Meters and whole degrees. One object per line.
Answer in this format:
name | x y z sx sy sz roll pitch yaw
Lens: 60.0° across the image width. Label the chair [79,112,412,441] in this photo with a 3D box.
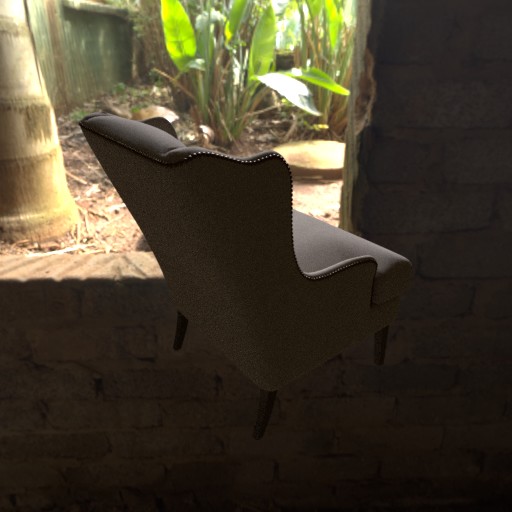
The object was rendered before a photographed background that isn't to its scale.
chair | 0.000 0.000 1.631 0.940 1.029 0.737 -18 32 -32
